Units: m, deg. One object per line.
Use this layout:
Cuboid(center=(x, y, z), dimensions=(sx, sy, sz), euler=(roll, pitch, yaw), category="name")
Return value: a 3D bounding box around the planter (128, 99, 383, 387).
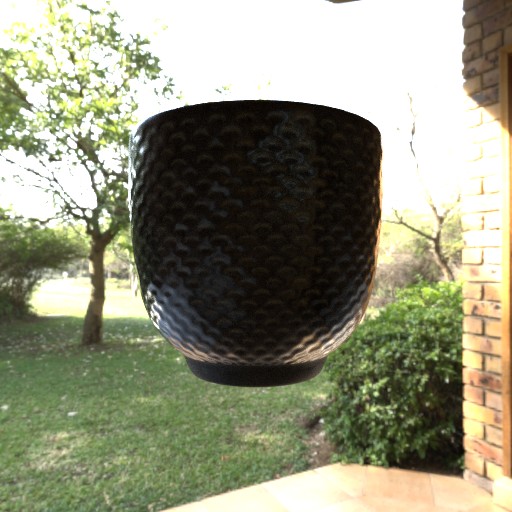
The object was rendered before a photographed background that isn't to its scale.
Cuboid(center=(0.000, 0.000, 0.310), dimensions=(0.172, 0.160, 0.172), euler=(0, -1, 0), category="planter")
